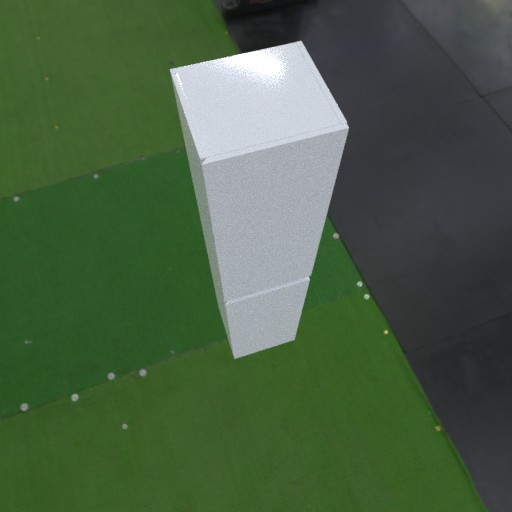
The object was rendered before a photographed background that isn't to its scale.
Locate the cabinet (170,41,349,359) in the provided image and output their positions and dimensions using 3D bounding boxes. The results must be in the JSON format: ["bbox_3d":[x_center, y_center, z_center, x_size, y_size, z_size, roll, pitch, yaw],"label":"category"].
[{"bbox_3d":[0.000,0.000,1.528,0.300,1.400,0.270,-16,63,-8],"label":"cabinet"}]
